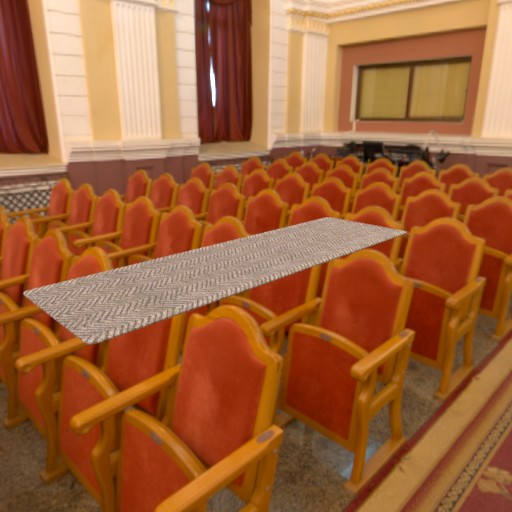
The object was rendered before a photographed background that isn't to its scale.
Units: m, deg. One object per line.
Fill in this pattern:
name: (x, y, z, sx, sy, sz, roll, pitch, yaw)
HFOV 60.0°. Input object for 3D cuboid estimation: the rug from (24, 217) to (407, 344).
rug: (0.000, 0.000, 2.525, 2.286, 0.008, 0.686, -16, 23, -42)
